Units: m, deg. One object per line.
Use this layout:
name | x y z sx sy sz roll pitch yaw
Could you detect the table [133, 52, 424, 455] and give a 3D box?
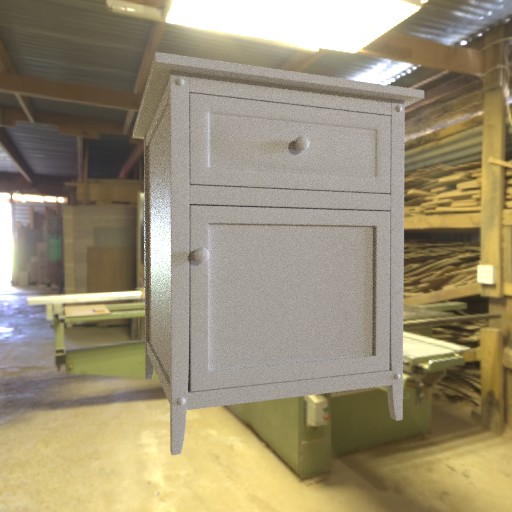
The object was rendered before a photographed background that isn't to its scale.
table | 0.000 0.000 0.760 0.381 0.483 0.381 0 1 -19
